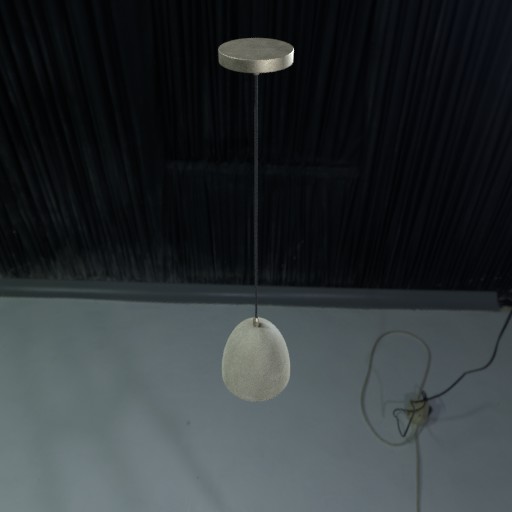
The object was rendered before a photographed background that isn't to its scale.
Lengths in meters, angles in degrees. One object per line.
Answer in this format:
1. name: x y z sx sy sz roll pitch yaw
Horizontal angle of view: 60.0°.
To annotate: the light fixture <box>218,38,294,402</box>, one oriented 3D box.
1. light fixture: 0.000 0.000 0.864 0.170 0.759 0.170 0 41 0
